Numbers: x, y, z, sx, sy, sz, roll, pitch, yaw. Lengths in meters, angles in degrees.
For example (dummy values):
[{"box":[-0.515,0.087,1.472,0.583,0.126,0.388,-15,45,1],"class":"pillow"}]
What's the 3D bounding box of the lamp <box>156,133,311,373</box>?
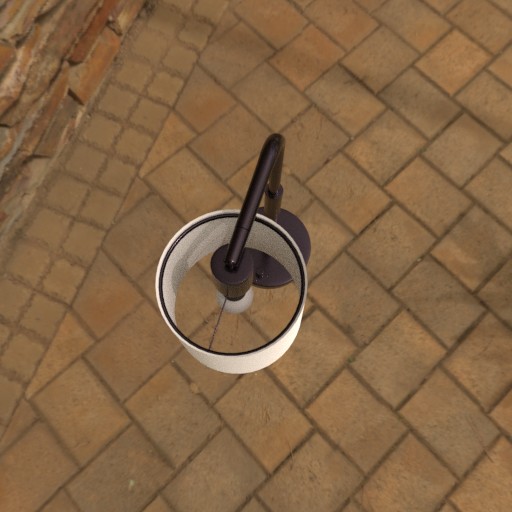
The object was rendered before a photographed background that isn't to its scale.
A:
[{"box":[0.000,0.000,0.633,0.171,0.489,0.333,17,76,4],"class":"lamp"}]
